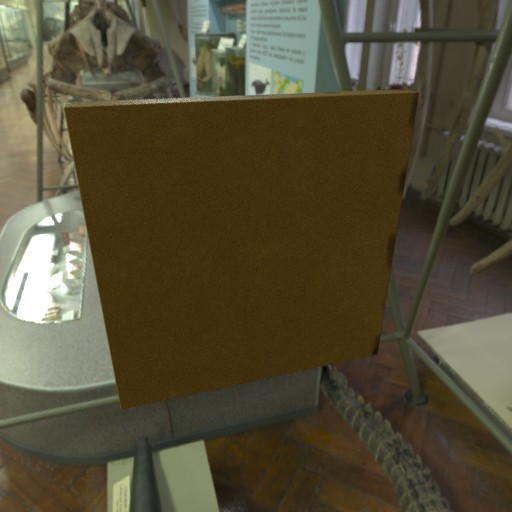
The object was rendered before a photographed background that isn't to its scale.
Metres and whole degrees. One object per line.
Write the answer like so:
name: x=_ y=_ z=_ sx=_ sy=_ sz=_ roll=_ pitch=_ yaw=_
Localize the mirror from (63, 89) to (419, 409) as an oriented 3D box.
mirror: x=0.000 y=0.000 z=0.743 sx=0.509 sy=0.507 sz=0.042 roll=-8 pitch=28 yaw=-15
